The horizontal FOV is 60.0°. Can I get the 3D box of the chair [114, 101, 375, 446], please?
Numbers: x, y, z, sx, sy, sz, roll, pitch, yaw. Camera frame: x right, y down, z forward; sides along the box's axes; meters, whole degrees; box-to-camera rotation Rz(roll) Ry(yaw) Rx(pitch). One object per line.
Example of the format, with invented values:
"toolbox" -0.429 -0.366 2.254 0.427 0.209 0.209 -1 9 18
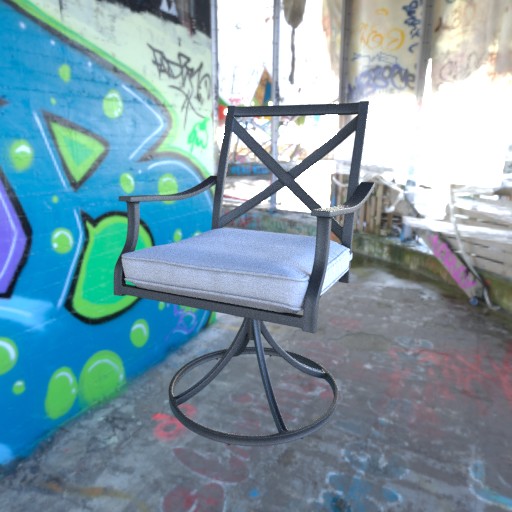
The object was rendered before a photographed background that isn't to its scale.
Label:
"chair" 0.000 0.000 1.308 0.575 0.889 0.620 7 17 25
